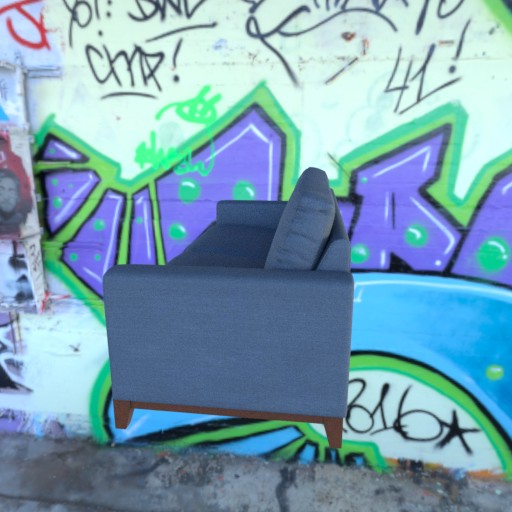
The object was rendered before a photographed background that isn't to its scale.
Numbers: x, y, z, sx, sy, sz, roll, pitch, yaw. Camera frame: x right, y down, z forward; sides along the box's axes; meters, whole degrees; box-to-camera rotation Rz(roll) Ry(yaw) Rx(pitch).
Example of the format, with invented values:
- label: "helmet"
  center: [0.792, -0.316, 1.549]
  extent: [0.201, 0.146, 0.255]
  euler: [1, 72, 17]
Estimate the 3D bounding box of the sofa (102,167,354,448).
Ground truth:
- label: "sofa"
  center: [0.000, 0.000, 2.385]
  extent: [0.877, 0.865, 1.900]
  euler: [2, 15, 7]
